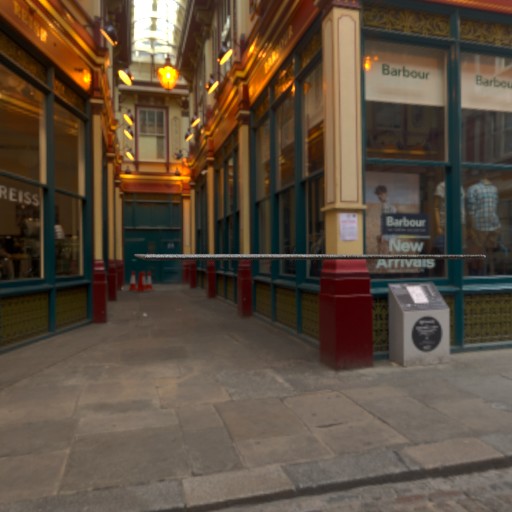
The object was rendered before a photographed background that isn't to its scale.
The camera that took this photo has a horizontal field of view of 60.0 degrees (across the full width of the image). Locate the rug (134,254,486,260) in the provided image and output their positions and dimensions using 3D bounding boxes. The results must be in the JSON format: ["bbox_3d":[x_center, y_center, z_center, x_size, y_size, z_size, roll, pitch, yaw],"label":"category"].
[{"bbox_3d":[0.000,0.000,2.197,1.144,0.014,1.748,0,0,-16],"label":"rug"}]
